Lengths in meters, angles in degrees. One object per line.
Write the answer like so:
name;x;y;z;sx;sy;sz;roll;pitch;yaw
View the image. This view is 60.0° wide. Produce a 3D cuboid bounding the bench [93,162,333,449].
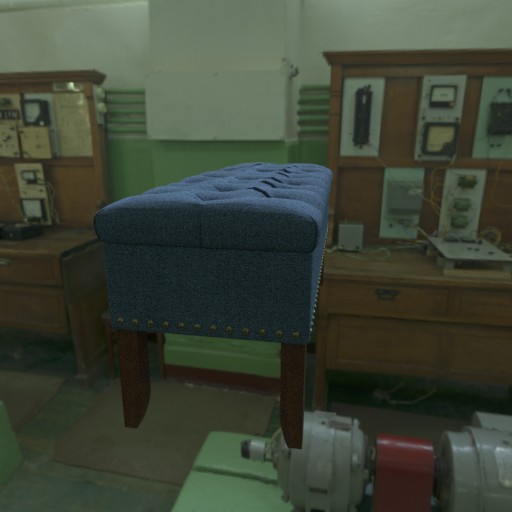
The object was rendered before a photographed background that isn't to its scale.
bench;0.000;0.000;1.316;0.417;0.492;1.052;3;16;10
